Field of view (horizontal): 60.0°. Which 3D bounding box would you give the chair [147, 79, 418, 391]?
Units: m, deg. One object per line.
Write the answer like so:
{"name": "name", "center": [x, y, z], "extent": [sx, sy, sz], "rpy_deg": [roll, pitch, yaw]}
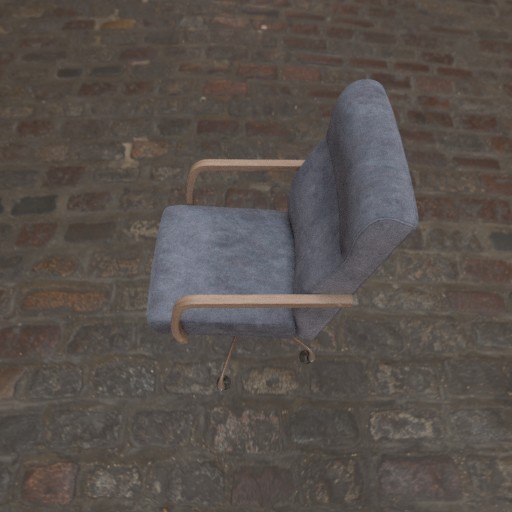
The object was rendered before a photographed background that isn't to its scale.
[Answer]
{"name": "chair", "center": [0.000, 0.000, 1.487], "extent": [0.741, 1.029, 0.640], "rpy_deg": [0, 57, 0]}
